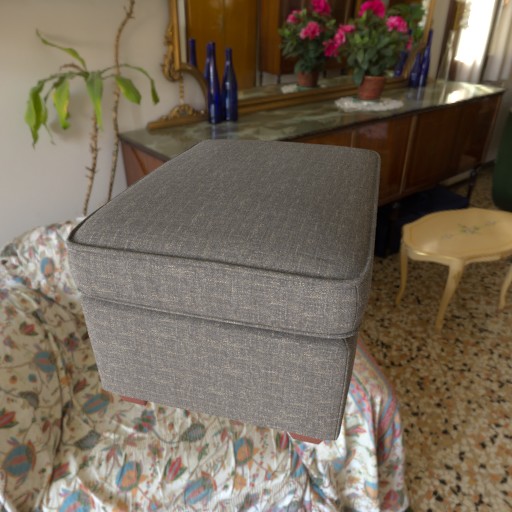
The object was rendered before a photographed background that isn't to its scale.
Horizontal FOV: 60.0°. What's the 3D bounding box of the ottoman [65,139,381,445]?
[{"bbox_3d":[0.000,0.000,1.103,0.549,0.450,0.749,7,30,13],"label":"ottoman"}]
